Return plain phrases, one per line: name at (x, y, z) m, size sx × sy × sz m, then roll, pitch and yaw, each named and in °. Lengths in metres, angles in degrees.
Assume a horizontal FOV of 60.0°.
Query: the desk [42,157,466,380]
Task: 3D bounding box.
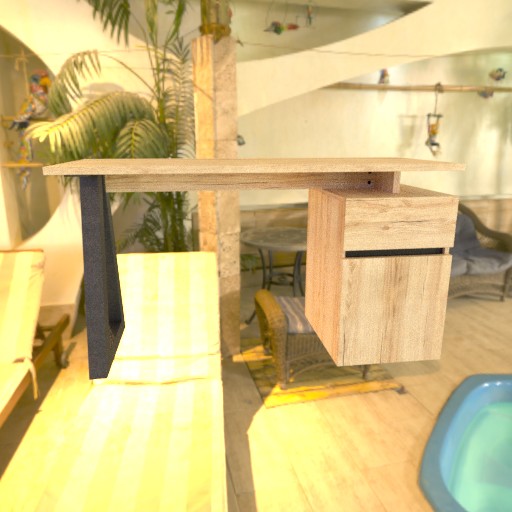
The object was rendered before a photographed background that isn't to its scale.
desk at (0.000, 0.000, 1.814) m, size 1.400 × 0.760 × 0.550 m, roll -2°, pitch 15°, yaw -8°
